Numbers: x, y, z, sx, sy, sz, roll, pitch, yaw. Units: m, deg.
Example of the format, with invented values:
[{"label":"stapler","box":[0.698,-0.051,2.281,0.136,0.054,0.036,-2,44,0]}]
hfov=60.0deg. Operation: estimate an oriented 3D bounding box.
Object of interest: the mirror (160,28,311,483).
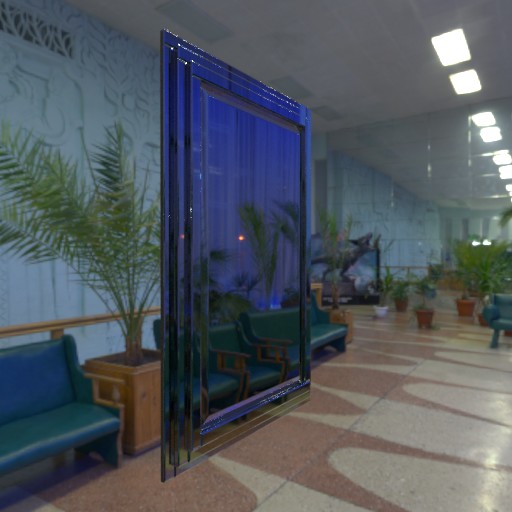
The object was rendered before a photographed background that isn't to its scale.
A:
[{"label":"mirror","box":[0.000,0.000,1.134,0.039,0.914,0.613,0,0,36]}]
